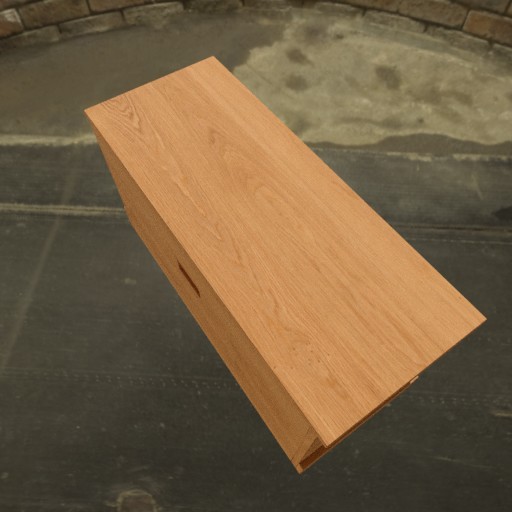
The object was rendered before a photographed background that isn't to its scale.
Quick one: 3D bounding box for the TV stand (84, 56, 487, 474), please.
[{"bbox_3d":[0.000,0.000,1.326,0.440,0.550,1.080,-31,64,-17],"label":"TV stand"}]
